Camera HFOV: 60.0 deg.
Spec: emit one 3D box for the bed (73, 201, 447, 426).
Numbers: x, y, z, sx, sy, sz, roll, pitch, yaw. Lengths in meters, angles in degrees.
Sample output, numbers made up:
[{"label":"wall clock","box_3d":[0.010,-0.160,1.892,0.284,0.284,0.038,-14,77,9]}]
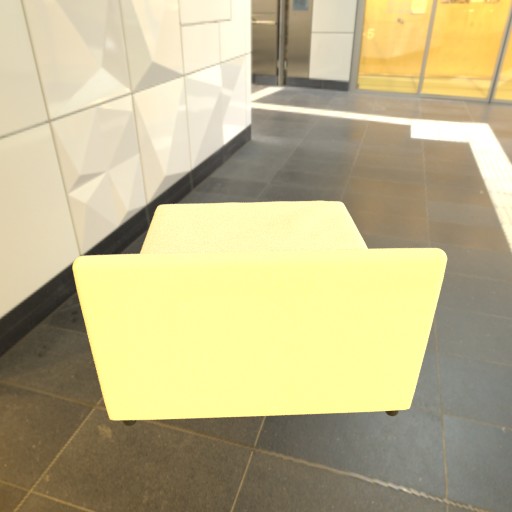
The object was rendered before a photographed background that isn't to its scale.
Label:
[{"label":"bed","box_3d":[0.000,0.000,3.686,2.119,1.317,2.341,-1,30,-2]}]
